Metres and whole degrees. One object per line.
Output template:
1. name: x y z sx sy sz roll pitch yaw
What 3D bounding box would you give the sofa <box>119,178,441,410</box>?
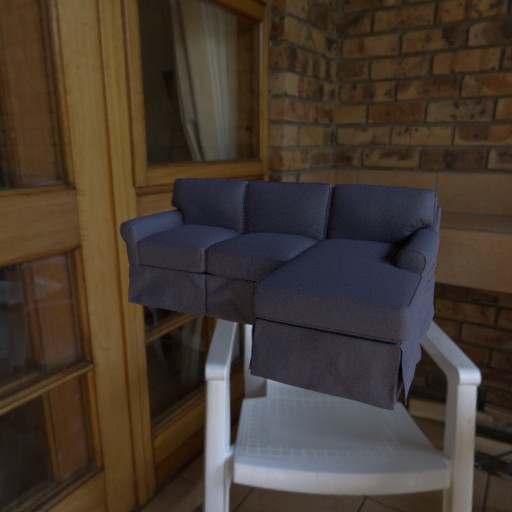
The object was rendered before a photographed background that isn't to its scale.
1. sofa: 0.000 0.000 3.377 2.518 1.039 1.637 7 16 25
